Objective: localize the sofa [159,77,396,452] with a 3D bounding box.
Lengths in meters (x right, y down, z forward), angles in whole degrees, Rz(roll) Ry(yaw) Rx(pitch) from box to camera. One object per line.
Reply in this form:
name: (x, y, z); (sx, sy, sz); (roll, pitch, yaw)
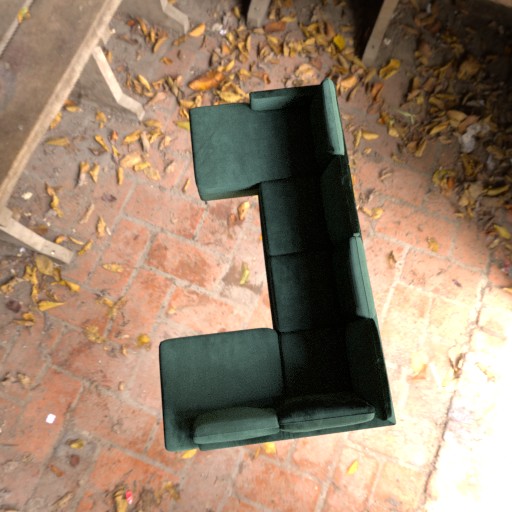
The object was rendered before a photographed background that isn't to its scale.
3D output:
sofa: (0.000, 0.000, 4.413); (2.055, 0.992, 3.434); (-7, 77, -2)
